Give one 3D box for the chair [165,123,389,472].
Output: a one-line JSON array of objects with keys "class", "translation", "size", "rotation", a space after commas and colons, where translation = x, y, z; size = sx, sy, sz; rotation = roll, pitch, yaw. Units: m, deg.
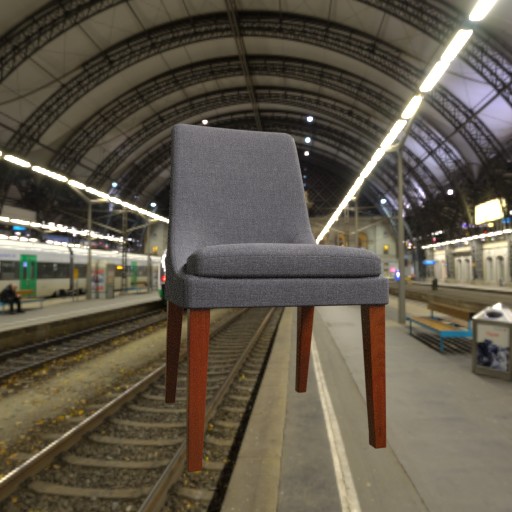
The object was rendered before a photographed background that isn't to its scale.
[{"class": "chair", "translation": [0.000, 0.000, 1.330], "size": [0.508, 0.952, 0.655], "rotation": [1, -2, -16]}]
